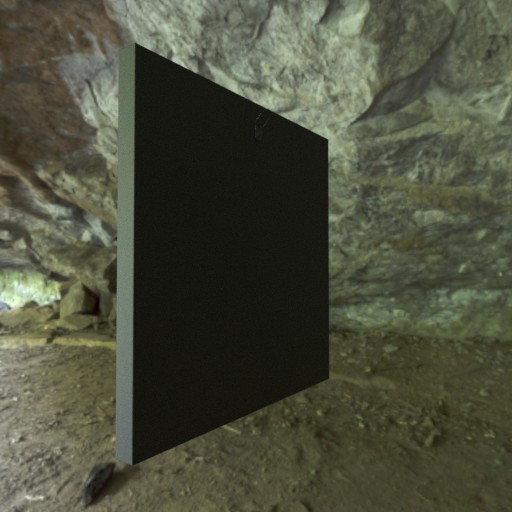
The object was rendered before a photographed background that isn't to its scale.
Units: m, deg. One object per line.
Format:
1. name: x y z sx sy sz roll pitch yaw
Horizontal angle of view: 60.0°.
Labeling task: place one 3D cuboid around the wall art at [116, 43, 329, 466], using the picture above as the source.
1. wall art: 0.000 0.000 0.508 0.038 0.349 0.349 -1 -2 36
